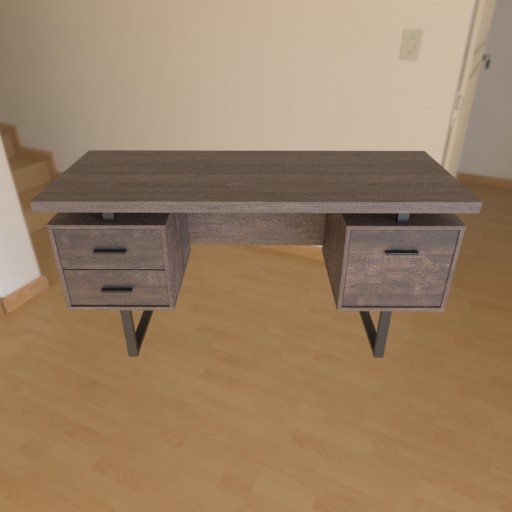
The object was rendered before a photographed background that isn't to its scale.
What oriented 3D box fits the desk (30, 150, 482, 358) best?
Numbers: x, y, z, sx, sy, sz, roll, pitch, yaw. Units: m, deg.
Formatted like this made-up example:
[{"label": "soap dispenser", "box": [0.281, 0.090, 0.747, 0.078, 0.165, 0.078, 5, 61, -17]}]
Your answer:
[{"label": "desk", "box": [0.000, 0.000, 1.939, 1.524, 0.760, 0.600, 0, 30, 0]}]
